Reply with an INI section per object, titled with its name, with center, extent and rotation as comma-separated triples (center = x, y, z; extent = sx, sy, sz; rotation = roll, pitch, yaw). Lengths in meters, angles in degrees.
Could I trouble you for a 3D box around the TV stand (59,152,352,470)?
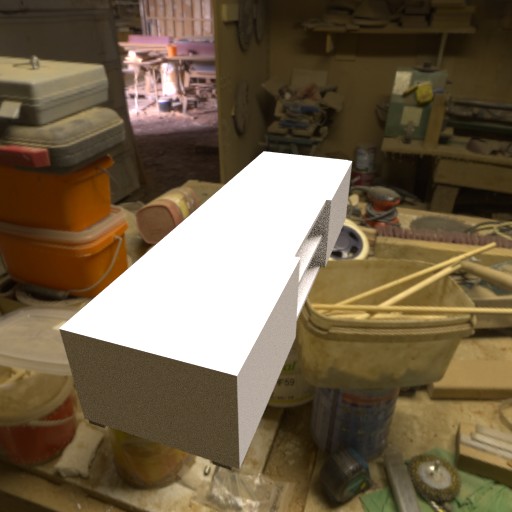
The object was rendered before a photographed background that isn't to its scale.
[TV stand]
center = 0.000, 0.000, 1.561
extent = 0.420, 0.310, 1.400
rotation = 10, 31, 17
